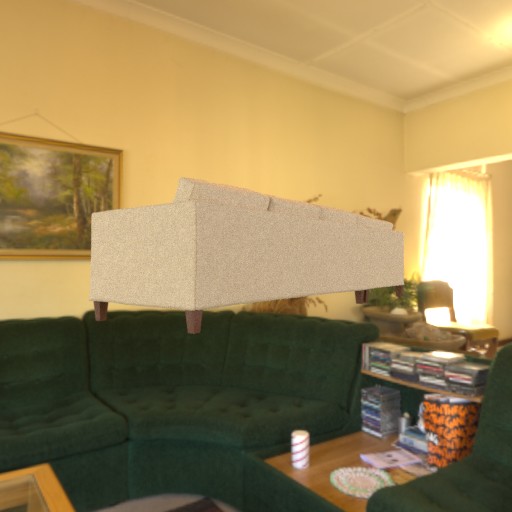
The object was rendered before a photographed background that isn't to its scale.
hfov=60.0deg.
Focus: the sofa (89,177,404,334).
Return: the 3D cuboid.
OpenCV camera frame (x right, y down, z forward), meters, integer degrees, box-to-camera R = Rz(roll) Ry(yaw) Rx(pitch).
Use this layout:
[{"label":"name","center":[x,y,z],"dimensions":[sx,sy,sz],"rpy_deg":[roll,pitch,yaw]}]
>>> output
[{"label":"sofa","center":[0.000,0.000,3.980],"dimensions":[1.625,0.846,3.186],"rpy_deg":[-1,-1,37]}]
